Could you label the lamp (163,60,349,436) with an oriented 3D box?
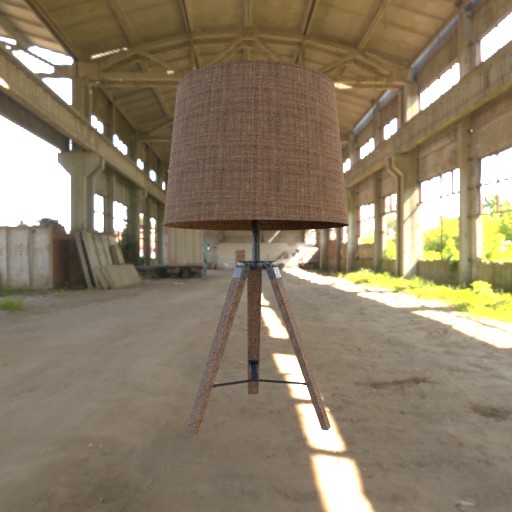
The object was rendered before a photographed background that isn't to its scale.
[{"bbox_3d":[0.000,0.000,0.705,0.290,0.514,0.290,0,1,0],"label":"lamp"}]
